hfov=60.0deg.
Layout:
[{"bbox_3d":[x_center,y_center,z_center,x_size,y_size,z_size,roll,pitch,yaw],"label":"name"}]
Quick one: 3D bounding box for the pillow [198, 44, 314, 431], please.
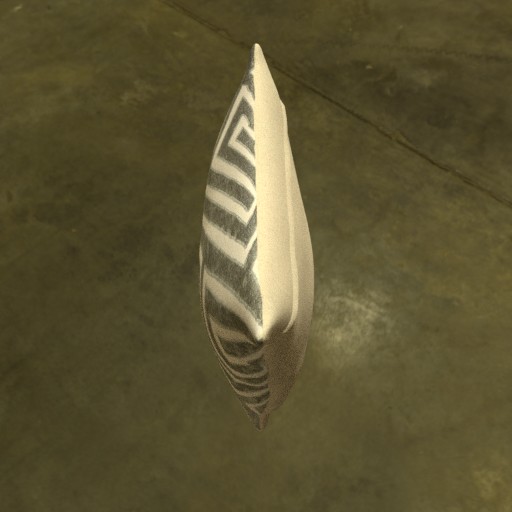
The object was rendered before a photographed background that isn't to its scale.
[{"bbox_3d":[0.000,0.000,0.684,0.182,0.441,0.440,0,59,0],"label":"pillow"}]
